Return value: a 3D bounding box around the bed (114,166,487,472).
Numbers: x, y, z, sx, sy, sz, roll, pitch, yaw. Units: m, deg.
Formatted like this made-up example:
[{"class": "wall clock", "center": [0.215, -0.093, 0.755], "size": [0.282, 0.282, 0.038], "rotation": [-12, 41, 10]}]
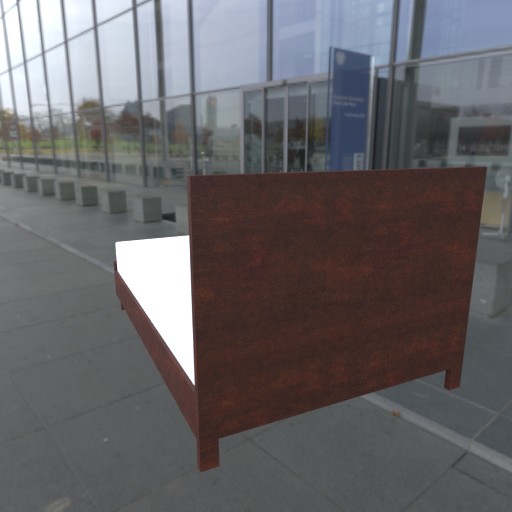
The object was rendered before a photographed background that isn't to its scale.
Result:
[{"class": "bed", "center": [0.000, 0.000, 3.062], "size": [1.600, 1.270, 2.184], "rotation": [-7, 16, -25]}]
